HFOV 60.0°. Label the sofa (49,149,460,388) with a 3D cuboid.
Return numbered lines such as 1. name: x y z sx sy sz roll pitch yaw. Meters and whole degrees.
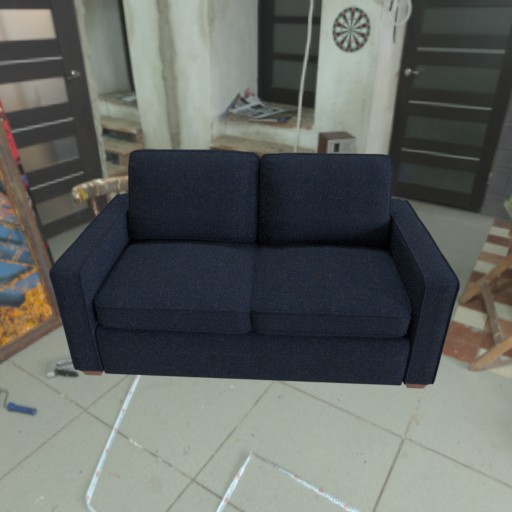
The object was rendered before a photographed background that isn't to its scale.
1. sofa: 0.000 0.000 2.267 1.709 0.918 0.947 2 29 3
